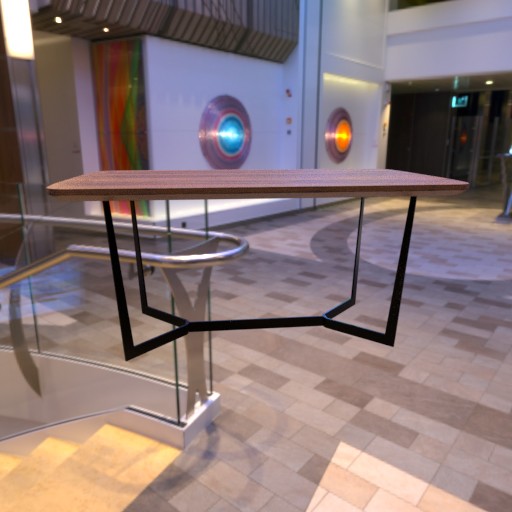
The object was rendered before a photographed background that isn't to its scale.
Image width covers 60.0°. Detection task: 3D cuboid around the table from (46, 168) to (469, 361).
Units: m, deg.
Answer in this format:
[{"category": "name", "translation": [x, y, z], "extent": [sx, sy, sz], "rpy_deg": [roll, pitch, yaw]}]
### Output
[{"category": "table", "translation": [0.000, 0.000, 2.154], "extent": [1.643, 0.765, 0.949], "rpy_deg": [-2, 15, -6]}]
